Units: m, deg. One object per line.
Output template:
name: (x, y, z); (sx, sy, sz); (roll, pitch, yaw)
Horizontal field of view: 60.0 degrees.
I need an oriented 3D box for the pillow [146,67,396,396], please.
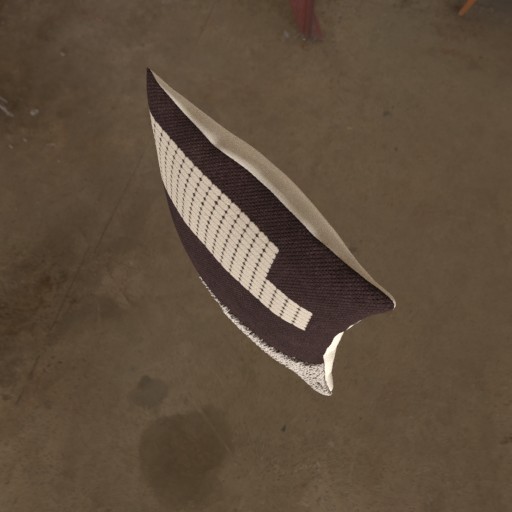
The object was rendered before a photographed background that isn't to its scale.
pillow: (0.000, 0.000, 0.751); (0.178, 0.473, 0.475); (-36, 68, -17)
